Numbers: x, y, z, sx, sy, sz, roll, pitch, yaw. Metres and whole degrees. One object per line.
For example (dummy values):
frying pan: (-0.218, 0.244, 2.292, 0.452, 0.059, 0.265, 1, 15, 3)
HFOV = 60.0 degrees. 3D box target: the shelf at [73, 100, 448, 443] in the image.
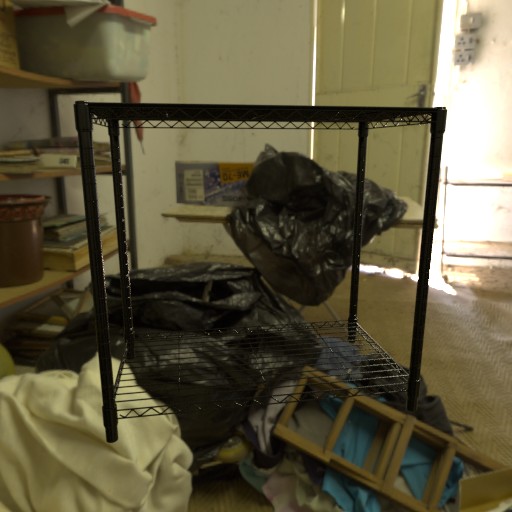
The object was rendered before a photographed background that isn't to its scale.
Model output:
shelf: (0.000, 0.000, 0.906, 0.589, 0.564, 0.338, -2, 14, -9)
